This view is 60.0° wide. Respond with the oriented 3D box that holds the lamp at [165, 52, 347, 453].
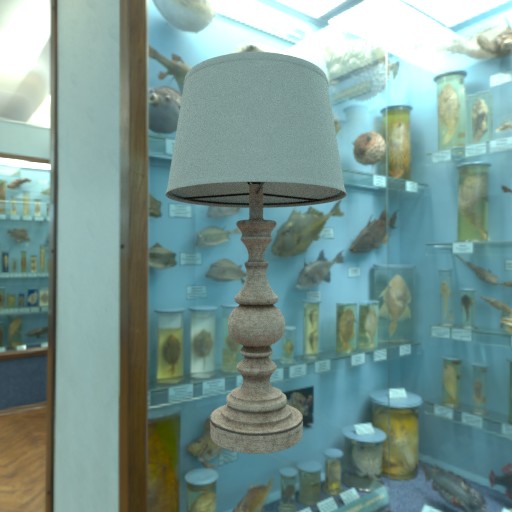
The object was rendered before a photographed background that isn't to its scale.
[{"bbox_3d":[0.000,0.000,0.847,0.340,0.678,0.340,0,-1,0],"label":"lamp"}]
